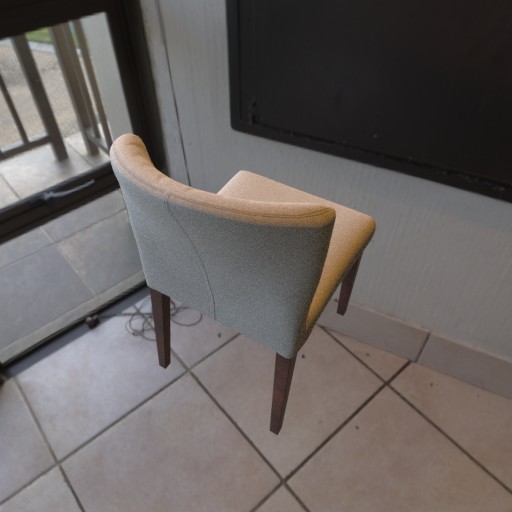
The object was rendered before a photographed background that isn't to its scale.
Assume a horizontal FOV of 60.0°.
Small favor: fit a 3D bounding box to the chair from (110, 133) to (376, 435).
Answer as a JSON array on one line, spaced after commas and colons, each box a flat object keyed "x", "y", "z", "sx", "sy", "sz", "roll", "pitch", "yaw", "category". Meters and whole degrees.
[{"x": 0.000, "y": 0.000, "z": 1.207, "sx": 0.491, "sy": 0.839, "sz": 0.592, "roll": 24, "pitch": 51, "yaw": 21, "category": "chair"}]
